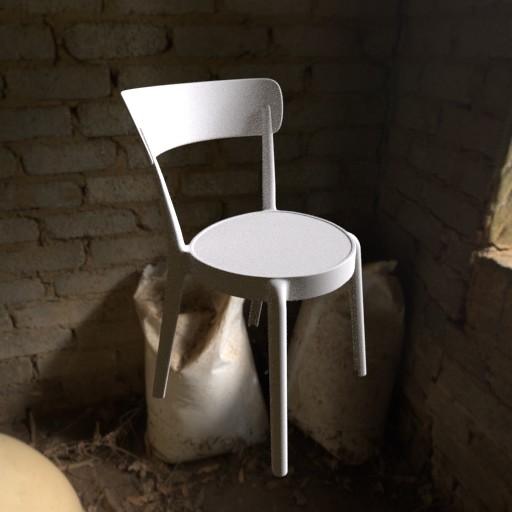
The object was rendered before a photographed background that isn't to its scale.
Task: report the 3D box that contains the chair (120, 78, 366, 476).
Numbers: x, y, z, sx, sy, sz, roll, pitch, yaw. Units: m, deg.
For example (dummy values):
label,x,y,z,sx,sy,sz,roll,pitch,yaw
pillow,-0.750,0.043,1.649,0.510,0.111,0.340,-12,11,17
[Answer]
label,x,y,z,sx,sy,sz,roll,pitch,yaw
chair,0.000,0.000,1.110,0.491,0.790,0.506,18,31,33
